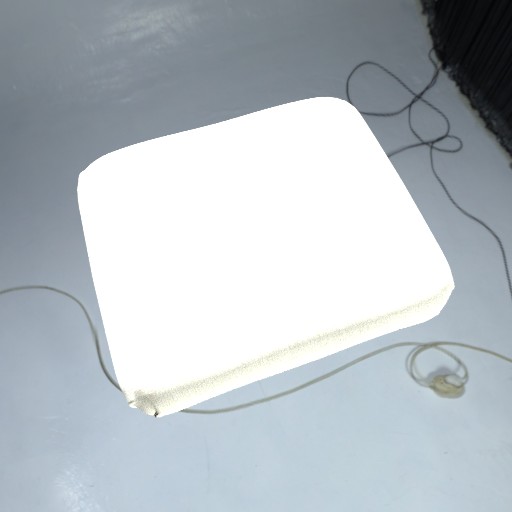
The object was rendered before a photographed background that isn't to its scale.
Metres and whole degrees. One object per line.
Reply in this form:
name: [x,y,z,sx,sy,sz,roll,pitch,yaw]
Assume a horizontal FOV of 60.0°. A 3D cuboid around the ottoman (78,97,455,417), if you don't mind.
ottoman: [0.000,0.000,1.128,0.747,0.450,0.622,-18,66,-8]
